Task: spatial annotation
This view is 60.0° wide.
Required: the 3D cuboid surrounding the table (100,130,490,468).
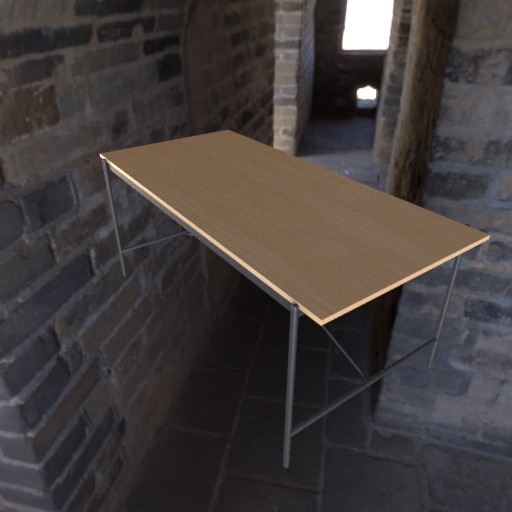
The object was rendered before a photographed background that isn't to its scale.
[{"bbox_3d":[0.000,0.000,2.258,0.900,0.758,1.800,-20,36,-30],"label":"table"}]
